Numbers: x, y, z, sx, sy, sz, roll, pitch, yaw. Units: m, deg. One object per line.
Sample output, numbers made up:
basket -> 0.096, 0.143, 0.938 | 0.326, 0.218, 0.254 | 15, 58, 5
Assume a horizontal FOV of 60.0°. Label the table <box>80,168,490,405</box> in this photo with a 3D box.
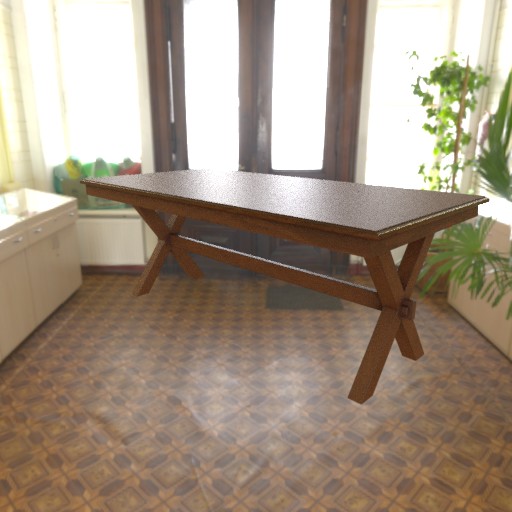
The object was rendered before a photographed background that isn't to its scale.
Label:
table -> 0.000, 0.000, 1.465 | 1.197, 0.459, 0.594 | 15, 22, 42
